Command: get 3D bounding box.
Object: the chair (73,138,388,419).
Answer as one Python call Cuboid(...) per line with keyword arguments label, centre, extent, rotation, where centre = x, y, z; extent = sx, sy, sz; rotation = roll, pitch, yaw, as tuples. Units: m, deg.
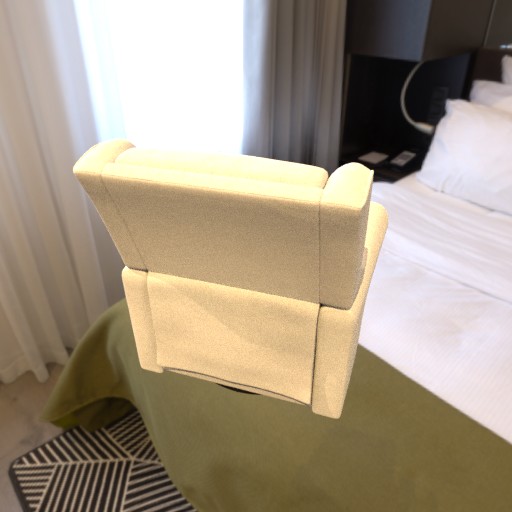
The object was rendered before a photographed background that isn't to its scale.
Cuboid(label="chair", centre=(0.000, 0.000, 1.666), extent=(0.906, 0.967, 0.854), rotation=(10, 32, 15))
